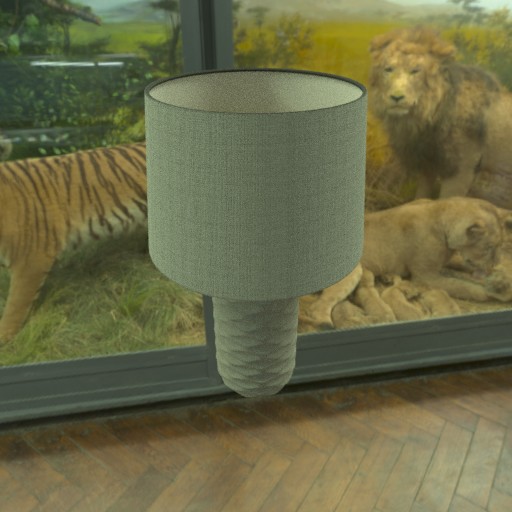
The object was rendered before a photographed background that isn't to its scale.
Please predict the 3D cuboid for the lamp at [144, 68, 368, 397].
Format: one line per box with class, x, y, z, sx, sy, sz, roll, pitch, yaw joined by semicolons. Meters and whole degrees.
lamp;0.000;0.000;0.814;0.376;0.594;0.376;0;32;0
